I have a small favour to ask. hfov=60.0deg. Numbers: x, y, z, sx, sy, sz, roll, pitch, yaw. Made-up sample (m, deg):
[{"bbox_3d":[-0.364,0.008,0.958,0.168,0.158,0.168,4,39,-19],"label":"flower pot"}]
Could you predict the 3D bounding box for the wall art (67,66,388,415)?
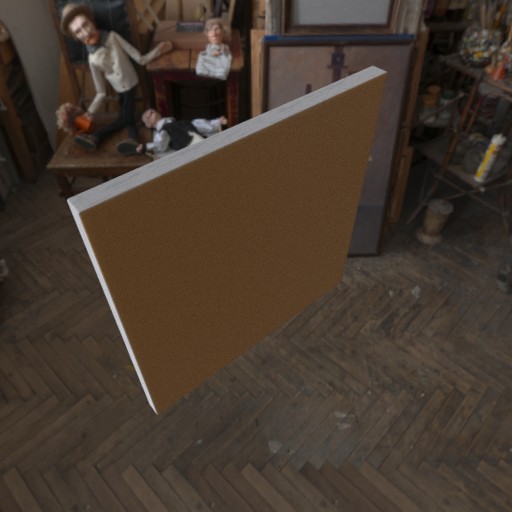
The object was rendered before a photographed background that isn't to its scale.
[{"bbox_3d":[0.000,0.000,1.943,1.287,1.288,0.078,-32,55,-26],"label":"wall art"}]
